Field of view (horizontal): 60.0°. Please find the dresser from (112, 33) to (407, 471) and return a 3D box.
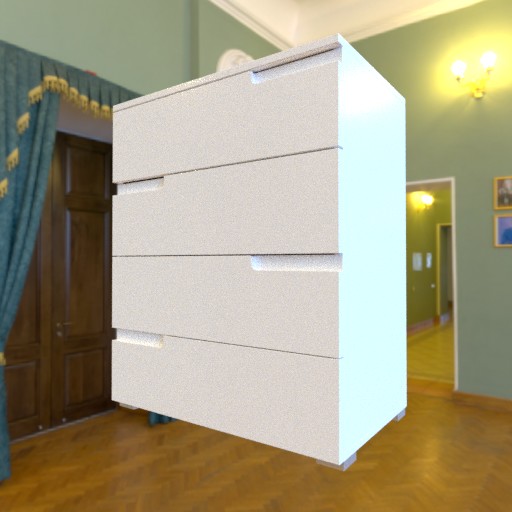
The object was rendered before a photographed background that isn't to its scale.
[{"bbox_3d":[0.000,0.000,1.150,0.650,0.800,0.400,-1,-1,35],"label":"dresser"}]
